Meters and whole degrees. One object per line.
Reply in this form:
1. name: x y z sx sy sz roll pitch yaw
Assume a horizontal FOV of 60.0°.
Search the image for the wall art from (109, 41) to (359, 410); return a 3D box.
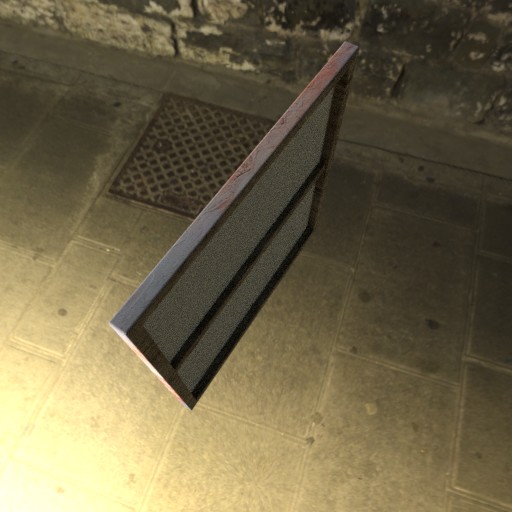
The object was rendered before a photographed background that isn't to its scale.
1. wall art: 0.000 0.000 1.122 0.035 0.747 0.747 30 67 15
